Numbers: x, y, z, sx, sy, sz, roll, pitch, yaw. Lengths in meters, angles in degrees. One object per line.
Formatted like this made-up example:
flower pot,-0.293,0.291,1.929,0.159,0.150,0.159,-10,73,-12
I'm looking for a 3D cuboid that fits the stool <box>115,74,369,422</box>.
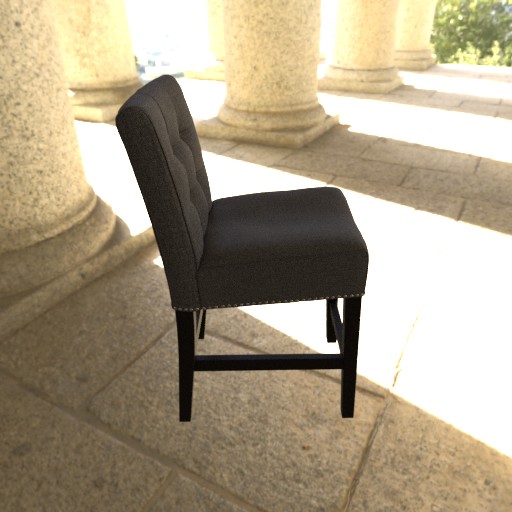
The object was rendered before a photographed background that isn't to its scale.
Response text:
stool,0.000,0.000,1.224,0.571,0.885,0.427,0,30,0
